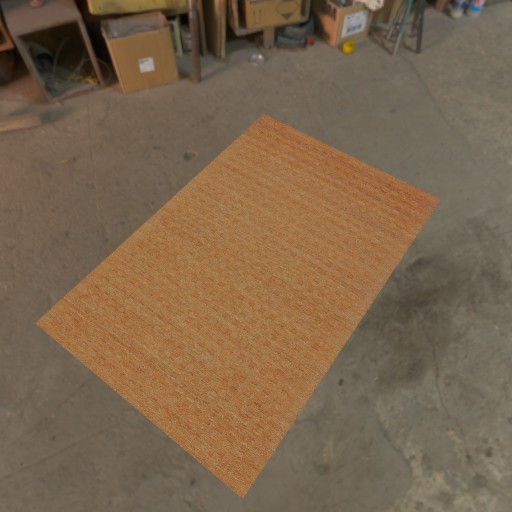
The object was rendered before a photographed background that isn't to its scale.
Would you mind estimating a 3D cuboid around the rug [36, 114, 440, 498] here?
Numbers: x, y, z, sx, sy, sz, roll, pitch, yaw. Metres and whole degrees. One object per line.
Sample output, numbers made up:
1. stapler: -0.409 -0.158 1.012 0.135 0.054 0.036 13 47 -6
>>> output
1. rug: 0.000 0.000 2.852 1.524 0.006 2.285 32 62 19
